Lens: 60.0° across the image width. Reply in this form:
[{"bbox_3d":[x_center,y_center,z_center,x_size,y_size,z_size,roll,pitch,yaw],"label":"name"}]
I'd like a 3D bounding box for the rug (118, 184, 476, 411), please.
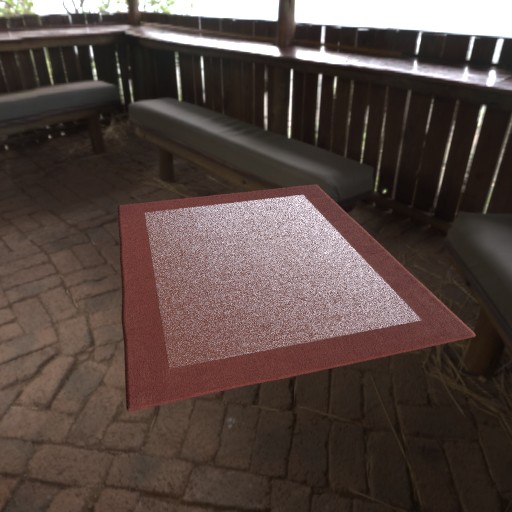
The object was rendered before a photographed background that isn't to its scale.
[{"bbox_3d":[0.000,0.000,4.091,2.430,0.018,2.976,-8,32,-14],"label":"rug"}]
